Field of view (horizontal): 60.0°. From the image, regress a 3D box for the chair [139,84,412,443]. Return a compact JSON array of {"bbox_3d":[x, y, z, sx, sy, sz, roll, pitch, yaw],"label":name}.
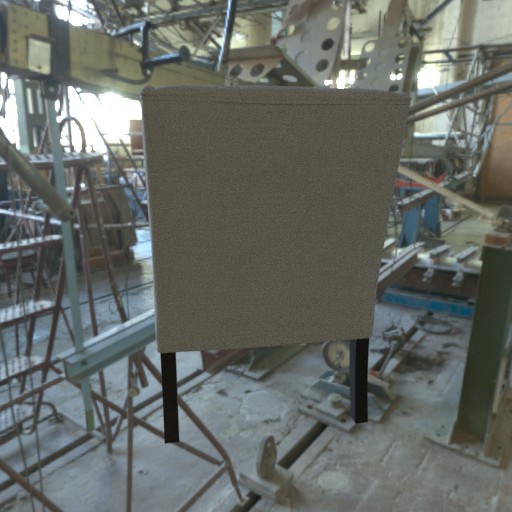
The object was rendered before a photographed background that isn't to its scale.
[{"bbox_3d":[0.000,0.000,1.285,0.569,0.853,0.676,-2,14,-9],"label":"chair"}]
